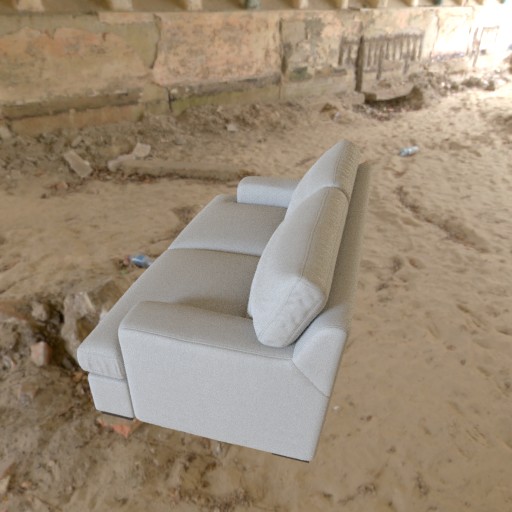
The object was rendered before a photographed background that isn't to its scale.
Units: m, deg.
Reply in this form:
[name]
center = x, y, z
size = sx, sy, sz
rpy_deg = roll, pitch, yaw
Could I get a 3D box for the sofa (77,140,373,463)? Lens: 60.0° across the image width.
[sofa]
center = 0.000, 0.000, 2.497
size = 1.143, 0.940, 1.880
rpy_deg = 8, 31, 13
